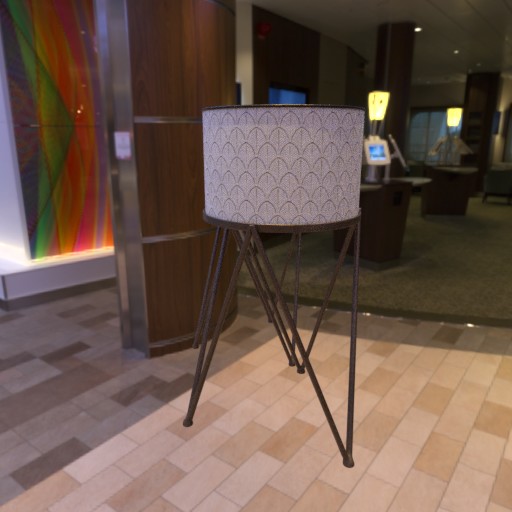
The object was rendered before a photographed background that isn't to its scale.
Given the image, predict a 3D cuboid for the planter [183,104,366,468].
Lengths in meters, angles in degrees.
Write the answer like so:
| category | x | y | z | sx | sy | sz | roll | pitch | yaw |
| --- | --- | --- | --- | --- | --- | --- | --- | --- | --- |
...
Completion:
| category | x | y | z | sx | sy | sz | roll | pitch | yaw |
| --- | --- | --- | --- | --- | --- | --- | --- | --- | --- |
| planter | 0.000 | 0.000 | 1.166 | 0.413 | 0.712 | 0.769 | -2 | 15 | -9 |
